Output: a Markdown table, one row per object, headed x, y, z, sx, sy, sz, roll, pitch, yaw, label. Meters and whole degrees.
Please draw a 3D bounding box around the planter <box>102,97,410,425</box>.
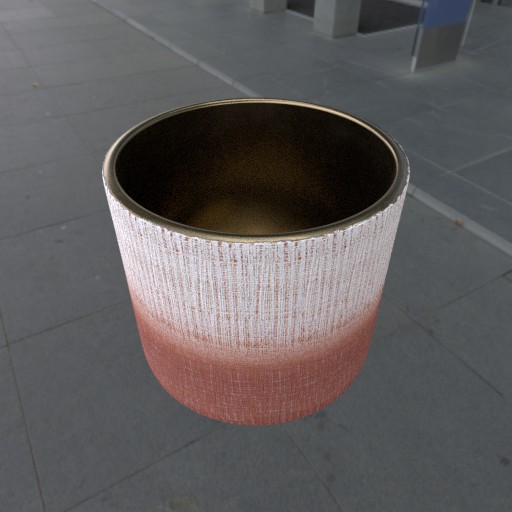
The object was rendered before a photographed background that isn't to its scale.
| x | y | z | sx | sy | sz | roll | pitch | yaw | label |
| --- | --- | --- | --- | --- | --- | --- | --- | --- | --- |
| 0.000 | 0.000 | 0.385 | 0.221 | 0.201 | 0.221 | 0 | 40 | 0 | planter |
